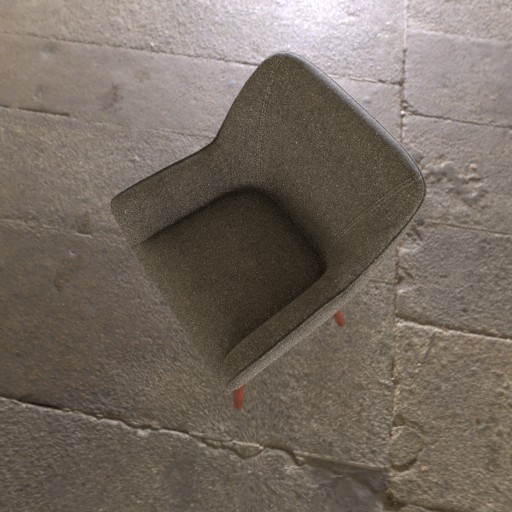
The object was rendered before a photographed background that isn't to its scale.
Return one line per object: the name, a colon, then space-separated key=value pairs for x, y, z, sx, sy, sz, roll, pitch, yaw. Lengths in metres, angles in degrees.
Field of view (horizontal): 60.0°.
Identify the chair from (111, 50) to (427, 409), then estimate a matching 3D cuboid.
chair: x=0.000 y=0.000 z=1.175 sx=0.519 sy=0.803 sz=0.543 roll=-32 pitch=68 yaw=-15
